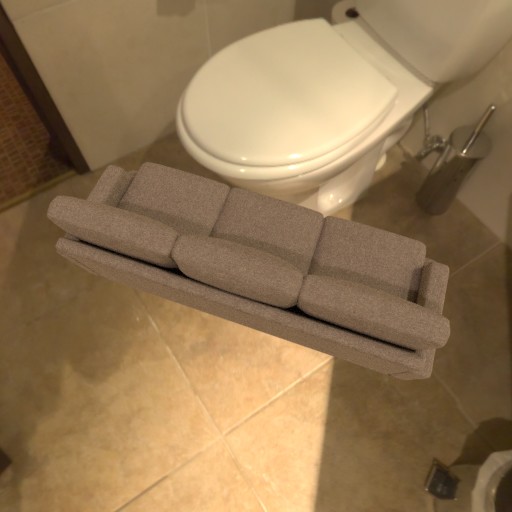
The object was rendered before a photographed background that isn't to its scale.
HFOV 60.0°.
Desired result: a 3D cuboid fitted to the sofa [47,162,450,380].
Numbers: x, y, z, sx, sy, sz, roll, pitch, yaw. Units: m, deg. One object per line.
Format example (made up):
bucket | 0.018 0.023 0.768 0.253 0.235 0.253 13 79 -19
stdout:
sofa | 0.000 0.000 2.619 2.115 0.984 0.888 18 65 8
